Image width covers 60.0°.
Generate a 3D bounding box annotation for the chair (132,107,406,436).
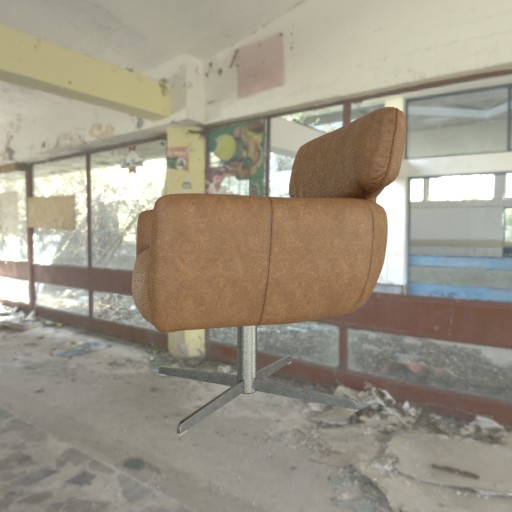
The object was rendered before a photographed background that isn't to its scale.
[{"bbox_3d":[0.000,0.000,1.322,0.715,0.812,0.706,-1,3,-18],"label":"chair"}]
